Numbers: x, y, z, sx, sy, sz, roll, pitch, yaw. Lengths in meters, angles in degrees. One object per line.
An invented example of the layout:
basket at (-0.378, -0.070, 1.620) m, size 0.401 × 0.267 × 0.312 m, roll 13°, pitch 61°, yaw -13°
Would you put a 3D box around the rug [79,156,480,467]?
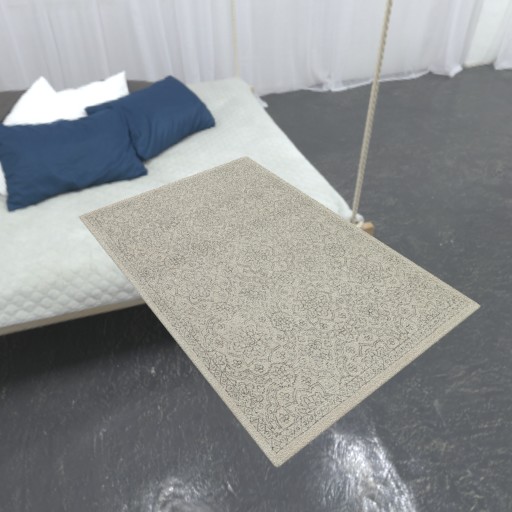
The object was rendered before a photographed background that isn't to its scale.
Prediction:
rug at (0.000, 0.000, 2.894) m, size 1.524 × 0.011 × 2.286 m, roll -26°, pitch 47°, yaw -27°
